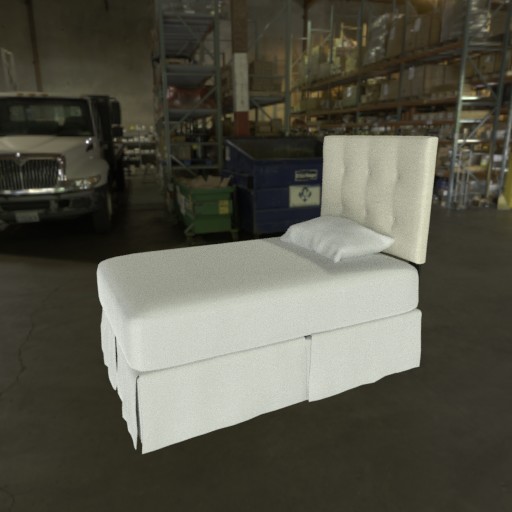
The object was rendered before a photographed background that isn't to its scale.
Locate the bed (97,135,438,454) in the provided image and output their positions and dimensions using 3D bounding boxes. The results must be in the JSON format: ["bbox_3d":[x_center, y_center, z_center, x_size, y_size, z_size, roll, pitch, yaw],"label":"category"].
[{"bbox_3d":[0.000,0.000,3.004,1.997,1.571,1.261,-8,17,-25],"label":"bed"}]
